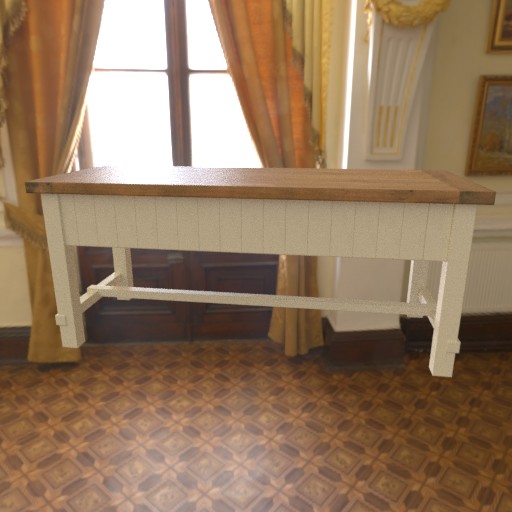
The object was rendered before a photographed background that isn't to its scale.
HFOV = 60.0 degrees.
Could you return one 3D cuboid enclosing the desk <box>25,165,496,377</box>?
[{"bbox_3d":[0.000,0.000,2.117,1.803,0.762,0.688,2,17,8],"label":"desk"}]
